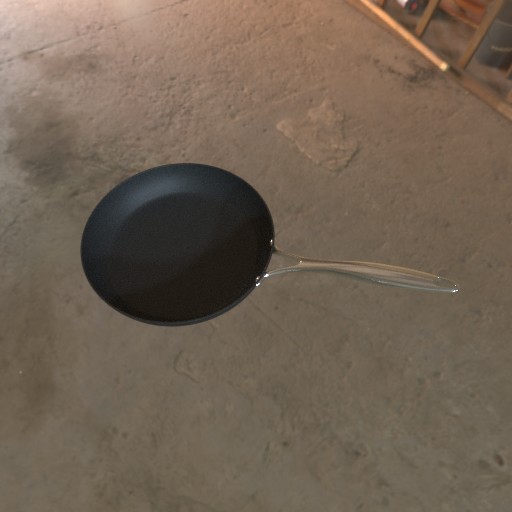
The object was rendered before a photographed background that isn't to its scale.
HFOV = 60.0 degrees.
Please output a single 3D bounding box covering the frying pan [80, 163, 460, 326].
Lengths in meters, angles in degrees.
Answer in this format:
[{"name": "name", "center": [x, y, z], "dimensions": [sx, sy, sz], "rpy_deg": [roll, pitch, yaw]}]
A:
[{"name": "frying pan", "center": [0.000, 0.000, 0.568], "dimensions": [0.472, 0.105, 0.255], "rpy_deg": [16, 60, 10]}]
